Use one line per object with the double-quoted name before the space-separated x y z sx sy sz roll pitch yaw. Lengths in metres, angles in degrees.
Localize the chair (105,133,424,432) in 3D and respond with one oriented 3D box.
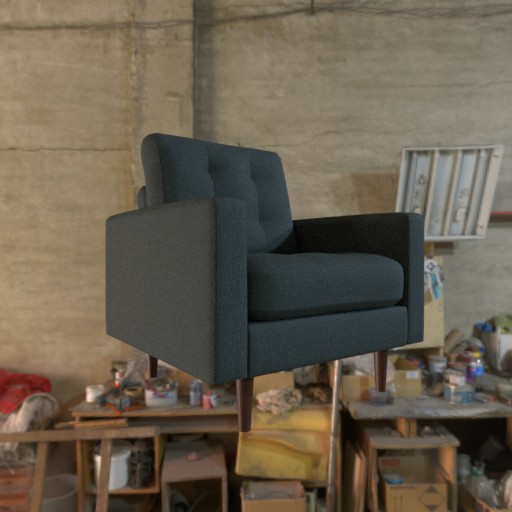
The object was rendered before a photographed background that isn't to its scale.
"chair" 0.000 0.000 1.545 0.821 0.880 0.843 -1 1 -36
